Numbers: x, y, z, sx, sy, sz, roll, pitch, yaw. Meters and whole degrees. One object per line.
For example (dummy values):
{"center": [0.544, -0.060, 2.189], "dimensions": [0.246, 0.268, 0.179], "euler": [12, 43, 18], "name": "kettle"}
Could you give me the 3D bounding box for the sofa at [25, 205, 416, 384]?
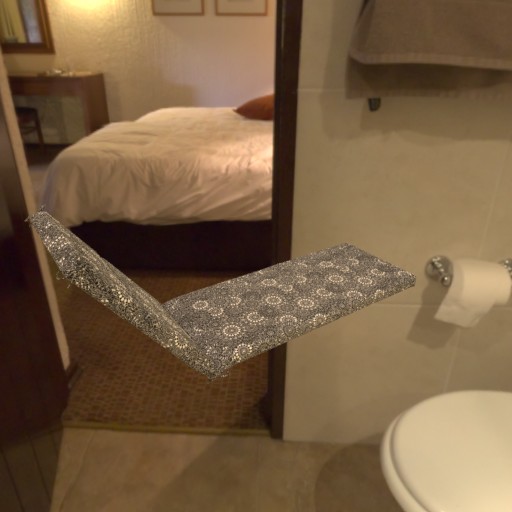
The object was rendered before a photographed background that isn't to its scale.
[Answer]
{"center": [0.000, 0.000, 1.932], "dimensions": [1.663, 0.622, 0.582], "euler": [-17, 31, -30], "name": "sofa"}
